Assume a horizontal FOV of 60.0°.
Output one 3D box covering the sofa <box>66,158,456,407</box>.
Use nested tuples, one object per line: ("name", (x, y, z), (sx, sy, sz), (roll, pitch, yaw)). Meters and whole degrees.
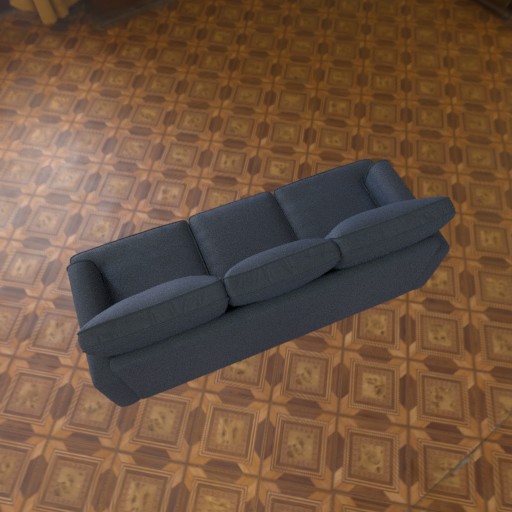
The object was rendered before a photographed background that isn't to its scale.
("sofa", (0.000, 0.000, 2.725), (2.158, 0.965, 0.951), (-20, 62, -11))
